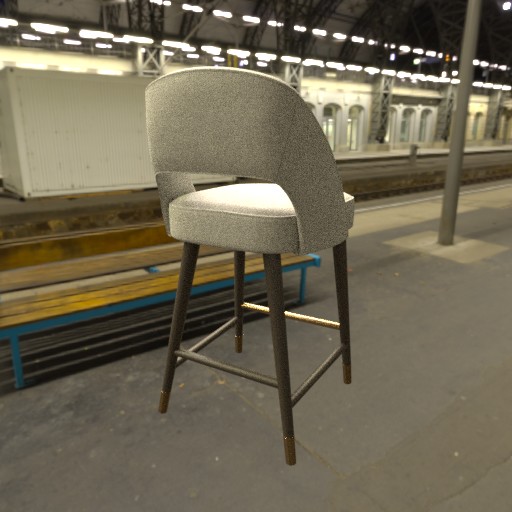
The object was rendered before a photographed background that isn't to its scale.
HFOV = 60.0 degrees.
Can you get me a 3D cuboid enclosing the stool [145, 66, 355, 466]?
[{"bbox_3d":[0.000,0.000,1.257,0.494,0.940,0.509,9,18,29],"label":"stool"}]
